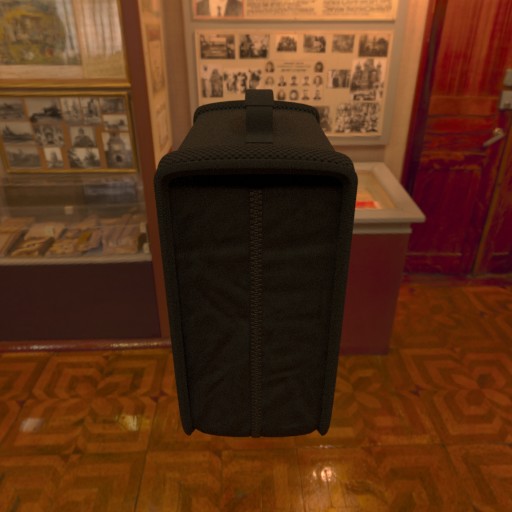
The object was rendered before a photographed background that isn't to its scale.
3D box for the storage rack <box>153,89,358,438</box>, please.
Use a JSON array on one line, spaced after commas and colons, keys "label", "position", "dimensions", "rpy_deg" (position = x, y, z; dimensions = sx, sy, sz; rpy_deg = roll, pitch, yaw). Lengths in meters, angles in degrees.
[{"label": "storage rack", "position": [0.000, 0.000, 0.549], "dimensions": [0.168, 0.387, 0.297], "rpy_deg": [0, 28, 0]}]
